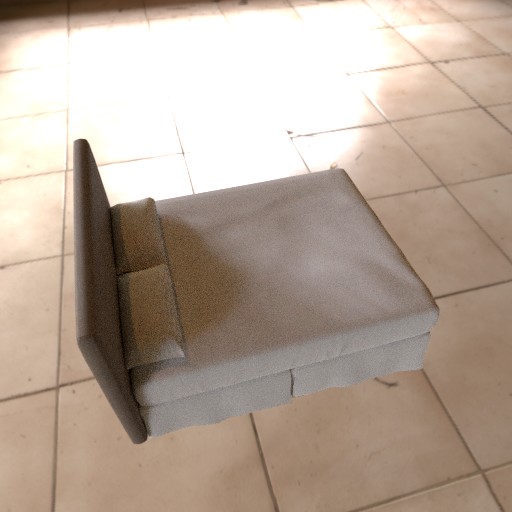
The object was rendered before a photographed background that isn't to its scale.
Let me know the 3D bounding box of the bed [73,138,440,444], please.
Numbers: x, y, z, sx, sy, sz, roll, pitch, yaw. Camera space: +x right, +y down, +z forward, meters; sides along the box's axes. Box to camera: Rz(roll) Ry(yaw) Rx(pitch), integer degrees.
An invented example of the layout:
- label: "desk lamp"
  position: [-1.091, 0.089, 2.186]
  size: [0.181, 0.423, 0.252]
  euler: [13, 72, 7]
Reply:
- label: "bed"
  position: [0.000, 0.000, 3.135]
  size: [2.142, 1.330, 1.723]
  euler: [-12, 49, -11]
